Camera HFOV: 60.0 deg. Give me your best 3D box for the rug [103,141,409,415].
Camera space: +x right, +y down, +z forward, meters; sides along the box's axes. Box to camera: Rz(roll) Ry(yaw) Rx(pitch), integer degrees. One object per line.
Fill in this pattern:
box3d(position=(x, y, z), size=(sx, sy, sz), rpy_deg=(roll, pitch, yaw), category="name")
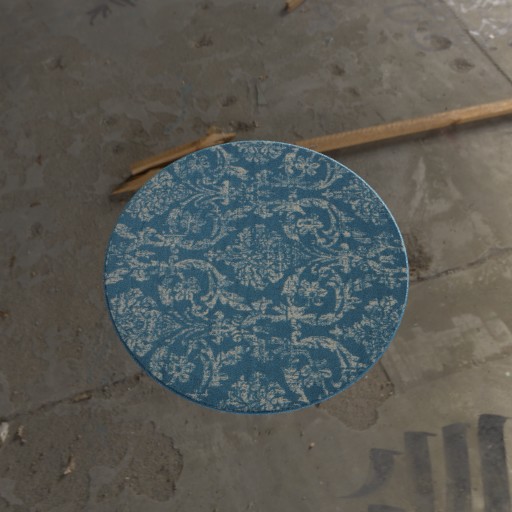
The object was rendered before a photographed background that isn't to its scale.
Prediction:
box3d(position=(0.000, 0.000, 2.338), size=(1.593, 0.012, 1.593), rpy_deg=(0, 62, 0), category="rug")
